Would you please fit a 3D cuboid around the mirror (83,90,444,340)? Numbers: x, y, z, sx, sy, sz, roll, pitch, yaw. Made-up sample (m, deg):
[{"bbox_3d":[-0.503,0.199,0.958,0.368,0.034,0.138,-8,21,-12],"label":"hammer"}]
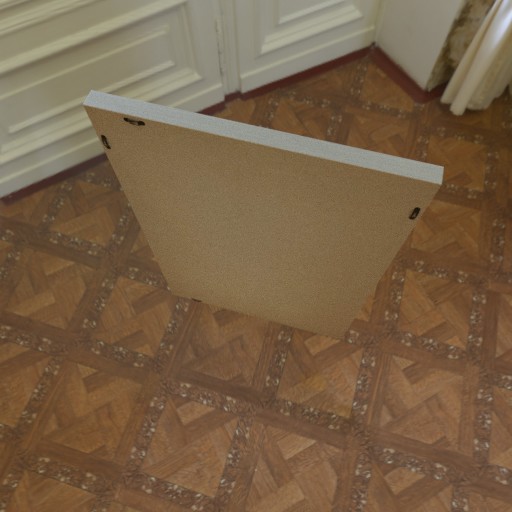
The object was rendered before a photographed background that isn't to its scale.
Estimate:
[{"bbox_3d":[0.000,0.000,1.143,0.609,0.915,0.040,14,65,7],"label":"mirror"}]
